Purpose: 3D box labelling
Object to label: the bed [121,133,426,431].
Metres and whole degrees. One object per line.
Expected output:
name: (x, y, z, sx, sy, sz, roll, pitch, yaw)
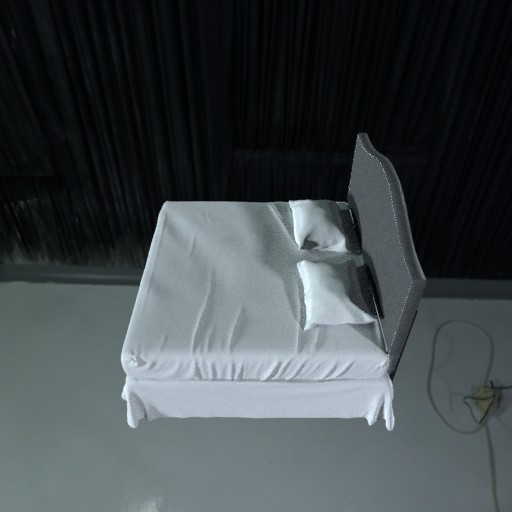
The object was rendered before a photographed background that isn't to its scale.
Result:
bed: (0.000, 0.000, 3.797, 2.219, 1.651, 2.314, 0, 41, 0)
